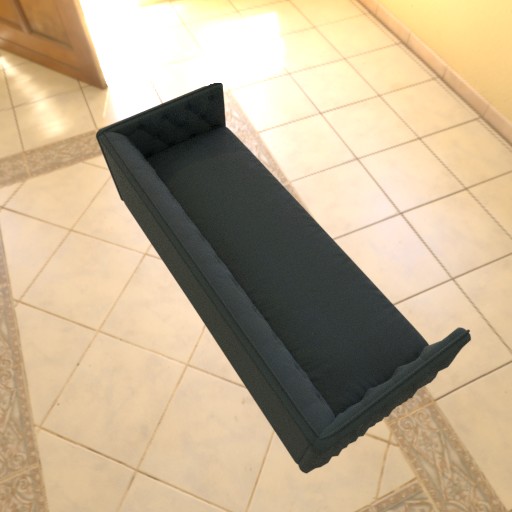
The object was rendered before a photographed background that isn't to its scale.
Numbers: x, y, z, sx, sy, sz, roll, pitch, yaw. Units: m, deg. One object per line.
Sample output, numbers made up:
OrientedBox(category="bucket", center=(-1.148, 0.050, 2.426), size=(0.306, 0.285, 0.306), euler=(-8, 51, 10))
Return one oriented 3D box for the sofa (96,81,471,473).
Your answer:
OrientedBox(category="sofa", center=(0.000, 0.000, 2.609), size=(0.895, 0.771, 2.209), euler=(-30, 62, -17))
